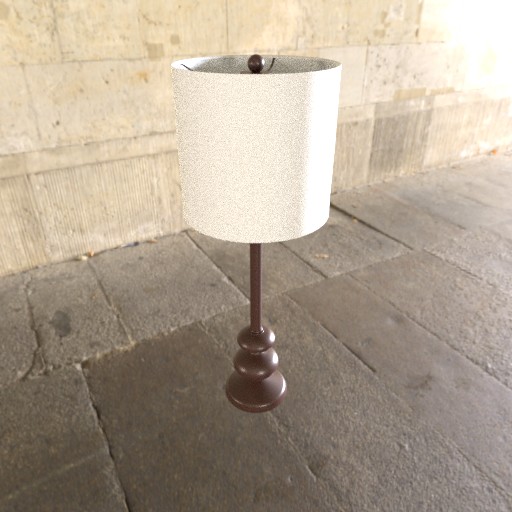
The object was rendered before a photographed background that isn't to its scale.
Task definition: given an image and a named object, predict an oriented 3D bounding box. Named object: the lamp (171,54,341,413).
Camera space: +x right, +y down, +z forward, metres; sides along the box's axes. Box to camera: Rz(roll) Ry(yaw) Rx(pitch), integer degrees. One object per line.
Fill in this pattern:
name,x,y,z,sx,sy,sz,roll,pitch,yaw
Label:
lamp,0.000,0.000,0.829,0.254,0.690,0.254,8,30,13
